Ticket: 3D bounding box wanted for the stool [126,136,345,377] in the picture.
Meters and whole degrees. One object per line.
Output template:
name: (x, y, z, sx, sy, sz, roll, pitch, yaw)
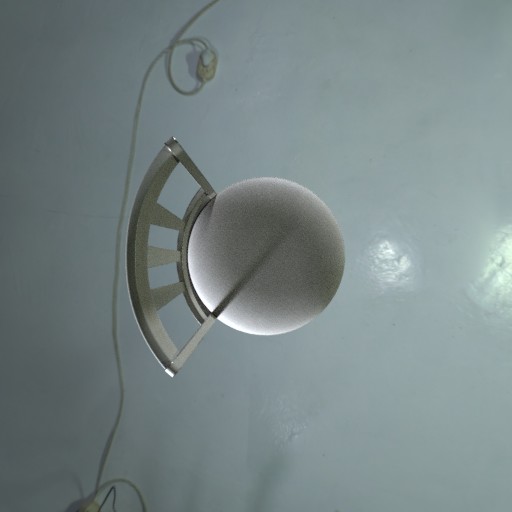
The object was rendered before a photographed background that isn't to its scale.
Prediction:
stool: (0.000, 0.000, 1.306, 0.475, 1.042, 0.436, 0, 90, 0)
